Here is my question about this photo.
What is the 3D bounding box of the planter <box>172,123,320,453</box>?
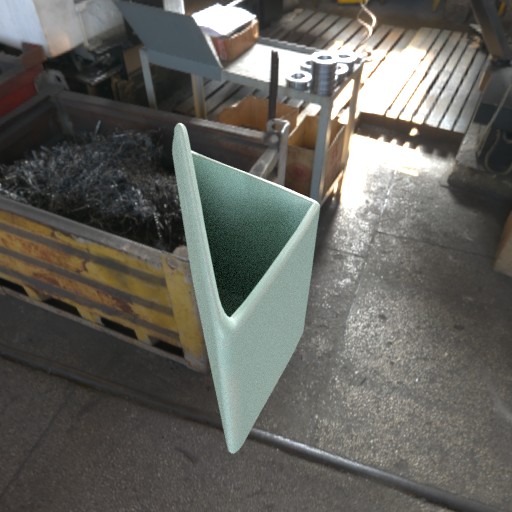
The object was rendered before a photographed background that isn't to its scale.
[{"bbox_3d":[0.000,0.000,0.285,0.079,0.197,0.164,-11,47,-10],"label":"planter"}]
